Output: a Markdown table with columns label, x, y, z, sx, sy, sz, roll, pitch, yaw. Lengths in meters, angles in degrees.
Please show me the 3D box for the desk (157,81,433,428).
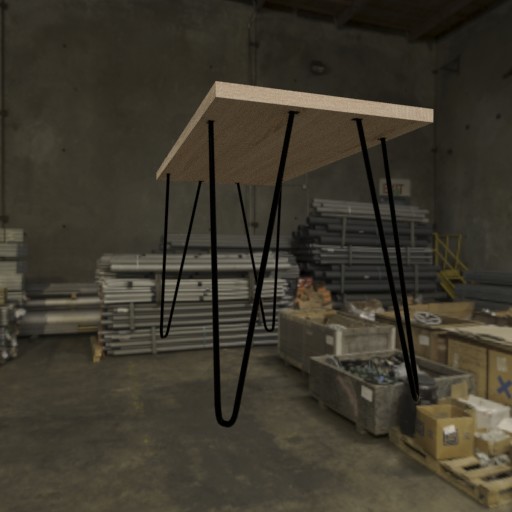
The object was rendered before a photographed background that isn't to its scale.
| label | x | y | z | sx | sy | sz | roll | pitch | yaw |
| --- | --- | --- | --- | --- | --- | --- | --- | --- | --- |
| desk | 0.000 | 0.000 | 1.381 | 0.499 | 0.660 | 0.991 | 0 | 0 | -19 |
